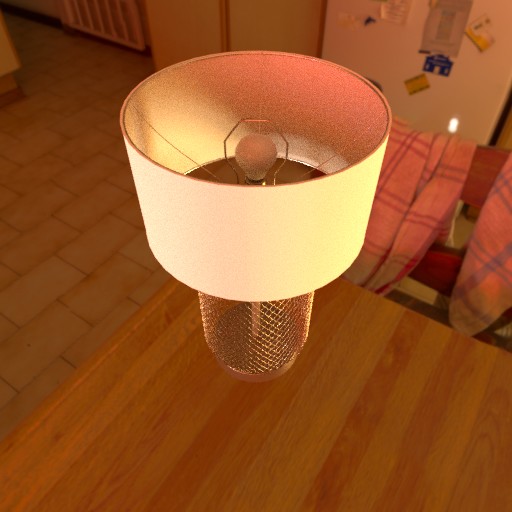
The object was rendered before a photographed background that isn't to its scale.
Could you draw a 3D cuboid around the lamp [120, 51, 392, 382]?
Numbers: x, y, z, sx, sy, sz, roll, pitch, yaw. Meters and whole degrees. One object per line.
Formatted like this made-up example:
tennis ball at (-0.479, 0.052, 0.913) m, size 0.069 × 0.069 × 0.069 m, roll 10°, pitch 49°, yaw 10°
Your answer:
lamp at (0.000, 0.000, 0.794) m, size 0.353 × 0.578 × 0.353 m, roll 0°, pitch 47°, yaw 0°
